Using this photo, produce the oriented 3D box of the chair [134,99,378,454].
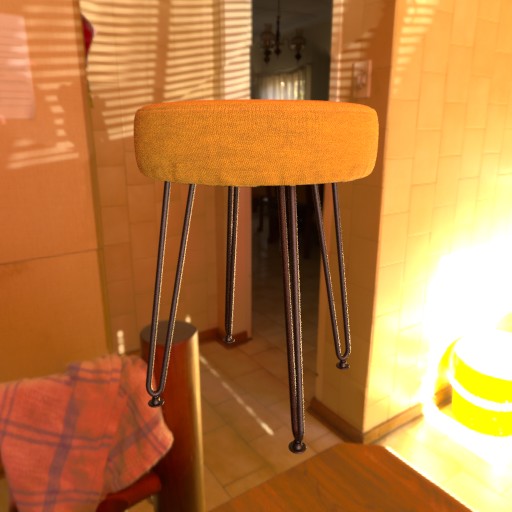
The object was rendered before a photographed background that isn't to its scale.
[{"bbox_3d":[0.000,0.000,0.697,0.345,0.455,0.345,8,18,24],"label":"chair"}]
